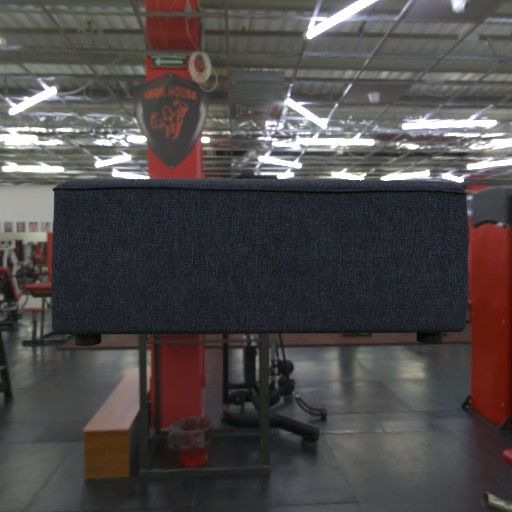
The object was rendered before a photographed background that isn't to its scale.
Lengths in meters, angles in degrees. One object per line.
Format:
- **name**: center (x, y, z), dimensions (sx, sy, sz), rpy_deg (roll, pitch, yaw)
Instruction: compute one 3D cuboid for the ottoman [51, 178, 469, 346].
- **ottoman**: center (0.000, 0.000, 1.549), dimensions (1.023, 0.423, 1.017), rpy_deg (0, 1, -1)
